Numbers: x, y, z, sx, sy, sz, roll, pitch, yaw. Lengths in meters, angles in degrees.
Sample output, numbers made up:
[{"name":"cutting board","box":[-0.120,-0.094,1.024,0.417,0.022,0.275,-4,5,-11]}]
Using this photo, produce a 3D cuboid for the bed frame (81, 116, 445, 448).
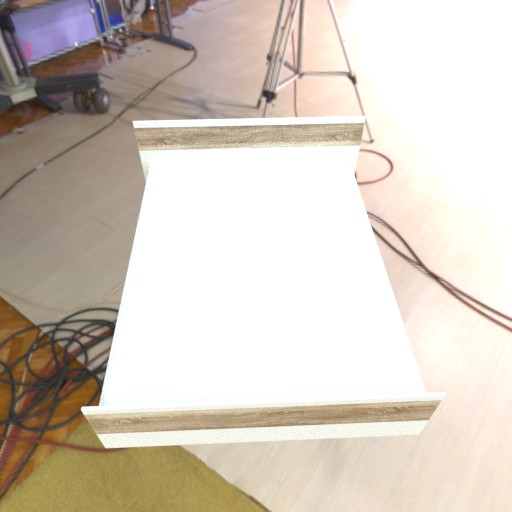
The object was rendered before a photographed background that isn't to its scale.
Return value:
[{"name":"bed frame","box":[0.000,0.000,2.855,1.720,0.800,2.060,-2,46,-2]}]
